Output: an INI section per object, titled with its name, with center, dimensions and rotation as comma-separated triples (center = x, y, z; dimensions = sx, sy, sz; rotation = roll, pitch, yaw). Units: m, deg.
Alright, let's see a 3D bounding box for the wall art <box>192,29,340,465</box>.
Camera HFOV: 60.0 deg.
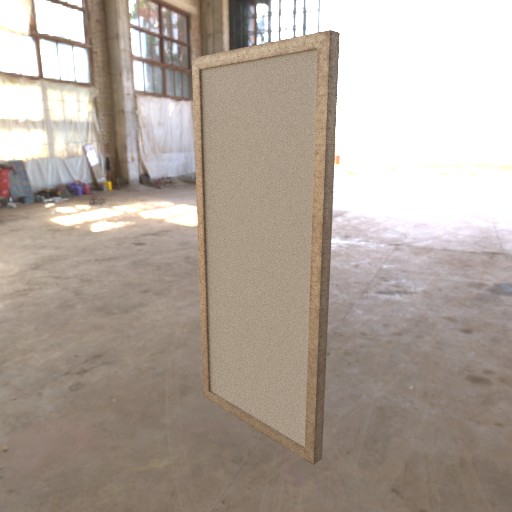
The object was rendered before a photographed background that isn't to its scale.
[wall art]
center = 0.000, 0.000, 1.683
dimensions = 0.648, 1.461, 0.051
rotation = 14, 20, 43
